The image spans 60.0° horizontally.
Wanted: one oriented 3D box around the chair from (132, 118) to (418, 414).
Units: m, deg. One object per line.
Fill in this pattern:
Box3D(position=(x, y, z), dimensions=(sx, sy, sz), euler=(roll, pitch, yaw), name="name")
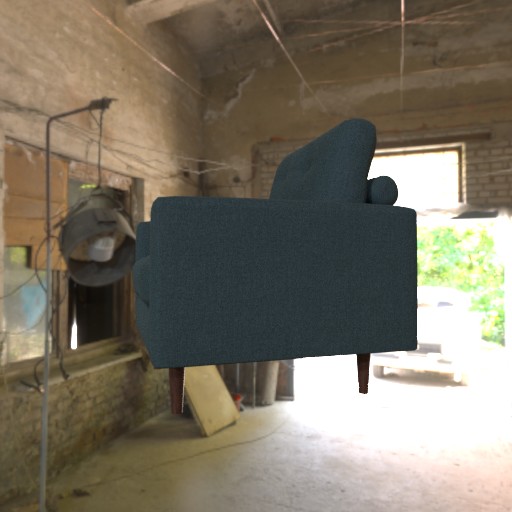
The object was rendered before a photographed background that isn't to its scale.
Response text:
Box3D(position=(0.000, 0.000, 1.596), dimensions=(0.843, 0.880, 0.821), euler=(0, -1, -18), name="chair")
